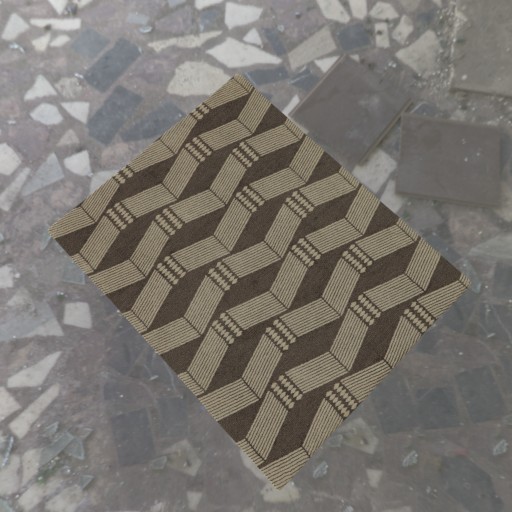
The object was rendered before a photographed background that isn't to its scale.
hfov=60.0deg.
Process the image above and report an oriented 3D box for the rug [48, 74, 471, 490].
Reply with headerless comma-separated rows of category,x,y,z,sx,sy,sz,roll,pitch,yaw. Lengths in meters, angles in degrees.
rug,0.000,0.000,4.029,2.438,0.016,3.048,-43,79,-10
